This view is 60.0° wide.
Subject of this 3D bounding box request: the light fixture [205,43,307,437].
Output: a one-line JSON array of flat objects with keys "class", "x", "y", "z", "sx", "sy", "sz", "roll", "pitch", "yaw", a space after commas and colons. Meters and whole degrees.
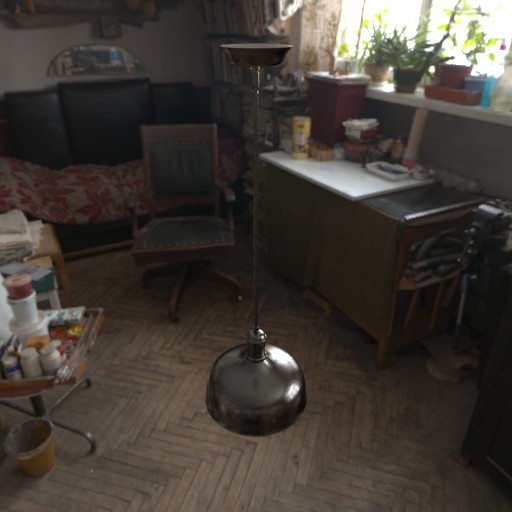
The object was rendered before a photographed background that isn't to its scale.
[{"class": "light fixture", "x": 0.000, "y": 0.000, "z": 1.089, "sx": 0.299, "sy": 0.935, "sz": 0.299, "roll": 11, "pitch": 30, "yaw": 19}]
